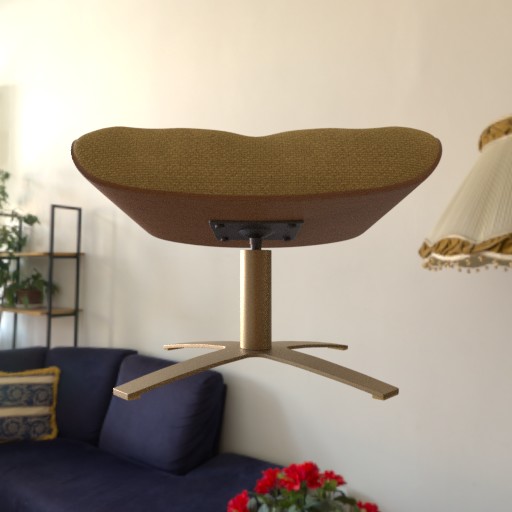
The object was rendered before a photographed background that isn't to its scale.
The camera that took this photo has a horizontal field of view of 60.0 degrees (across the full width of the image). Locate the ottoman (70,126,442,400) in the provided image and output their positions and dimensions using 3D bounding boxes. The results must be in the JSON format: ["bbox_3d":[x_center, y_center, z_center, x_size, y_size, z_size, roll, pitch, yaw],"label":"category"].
[{"bbox_3d":[0.000,0.000,0.784,0.520,0.391,0.394,0,-1,0],"label":"ottoman"}]
